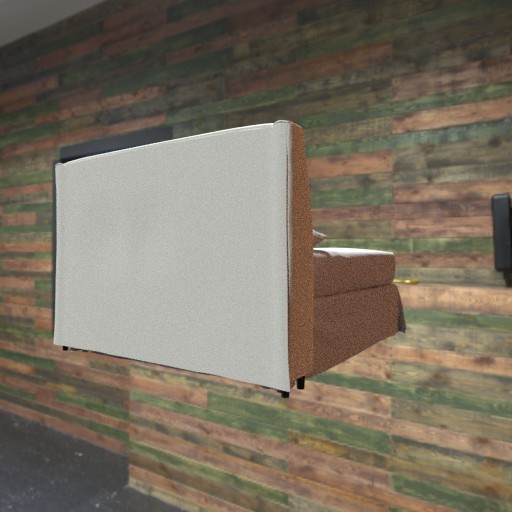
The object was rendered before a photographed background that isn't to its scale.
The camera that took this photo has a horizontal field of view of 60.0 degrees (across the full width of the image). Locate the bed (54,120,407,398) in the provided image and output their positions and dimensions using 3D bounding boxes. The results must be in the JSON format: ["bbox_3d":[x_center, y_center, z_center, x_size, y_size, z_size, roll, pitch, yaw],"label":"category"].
[{"bbox_3d":[0.000,0.000,3.516,1.925,1.332,2.276,0,1,34],"label":"bed"}]
